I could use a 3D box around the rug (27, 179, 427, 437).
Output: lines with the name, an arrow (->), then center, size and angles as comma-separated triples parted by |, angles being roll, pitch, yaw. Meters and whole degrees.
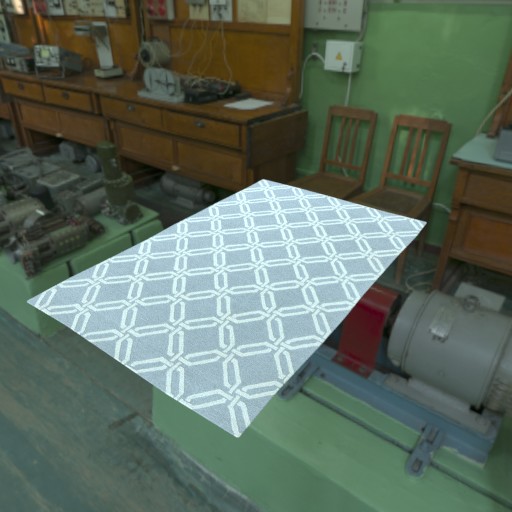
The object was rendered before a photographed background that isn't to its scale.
rug -> 0.000, 0.000, 2.194 | 1.148, 0.010, 1.754 | 20, 37, 30
